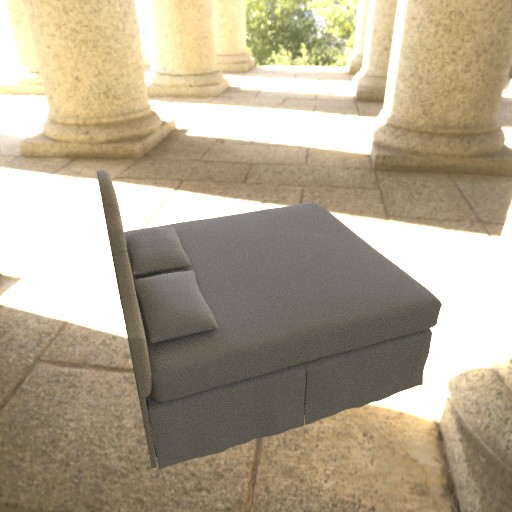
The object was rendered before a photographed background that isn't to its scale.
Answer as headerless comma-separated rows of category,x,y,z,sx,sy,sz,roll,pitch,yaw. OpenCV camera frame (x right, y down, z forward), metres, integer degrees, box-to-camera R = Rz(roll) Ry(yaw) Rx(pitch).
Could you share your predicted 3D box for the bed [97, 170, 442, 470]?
bed,0.000,0.000,3.430,2.086,1.555,2.012,-11,31,-18
